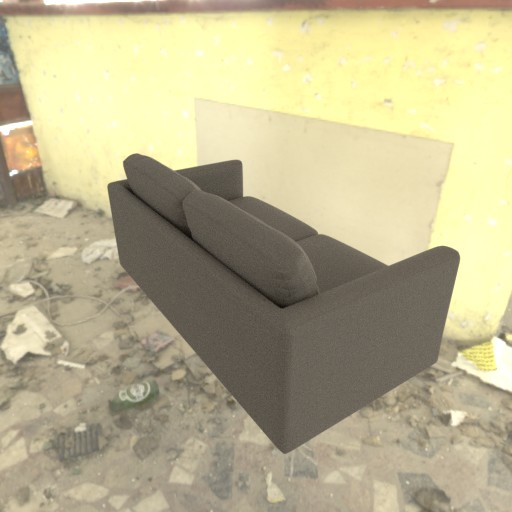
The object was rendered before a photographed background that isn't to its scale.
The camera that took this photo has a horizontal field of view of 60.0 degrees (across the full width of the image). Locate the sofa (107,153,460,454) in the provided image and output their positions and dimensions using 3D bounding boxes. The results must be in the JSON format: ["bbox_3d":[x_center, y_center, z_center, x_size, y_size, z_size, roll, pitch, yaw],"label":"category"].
[{"bbox_3d":[0.000,0.000,2.273,0.940,0.866,1.713,-18,33,-30],"label":"sofa"}]
